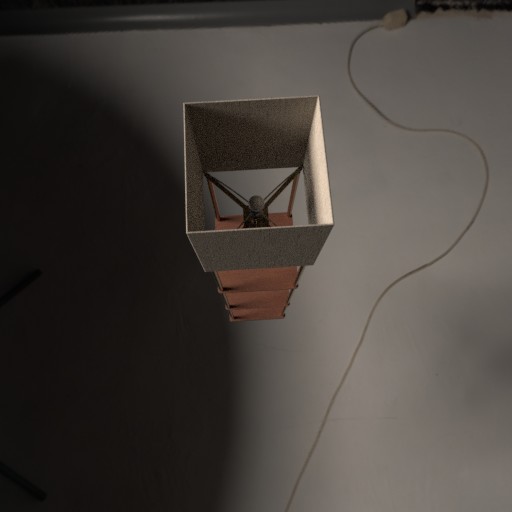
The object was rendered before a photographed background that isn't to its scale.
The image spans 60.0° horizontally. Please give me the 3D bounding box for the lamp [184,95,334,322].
[{"bbox_3d":[0.000,0.000,1.716,0.308,1.569,0.310,-3,75,-1],"label":"lamp"}]
